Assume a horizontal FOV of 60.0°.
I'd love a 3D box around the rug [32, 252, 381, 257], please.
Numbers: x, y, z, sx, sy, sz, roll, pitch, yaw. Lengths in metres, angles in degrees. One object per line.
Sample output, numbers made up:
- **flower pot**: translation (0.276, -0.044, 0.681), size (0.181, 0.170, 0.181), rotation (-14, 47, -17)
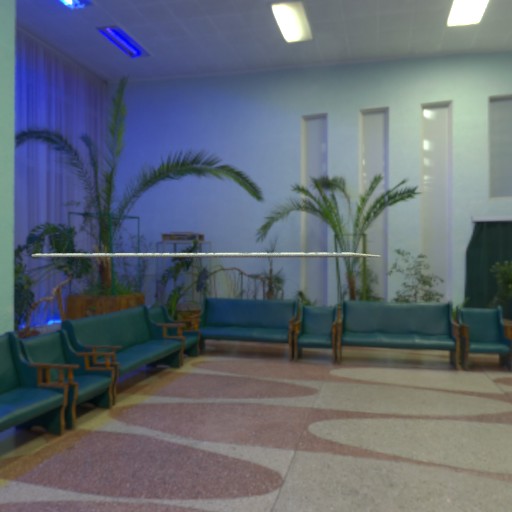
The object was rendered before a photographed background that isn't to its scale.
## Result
- **rug**: translation (0.000, 0.000, 3.565), size (1.819, 0.018, 2.746), rotation (0, 0, 18)
